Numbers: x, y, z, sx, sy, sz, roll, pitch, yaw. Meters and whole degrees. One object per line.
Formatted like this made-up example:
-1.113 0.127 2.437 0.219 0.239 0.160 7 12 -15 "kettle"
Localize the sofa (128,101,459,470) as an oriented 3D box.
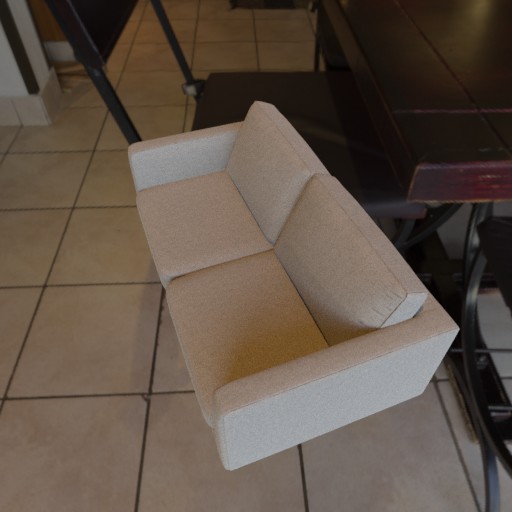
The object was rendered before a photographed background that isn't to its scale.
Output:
0.000 0.000 2.299 1.000 0.900 1.731 -16 48 -14 "sofa"
